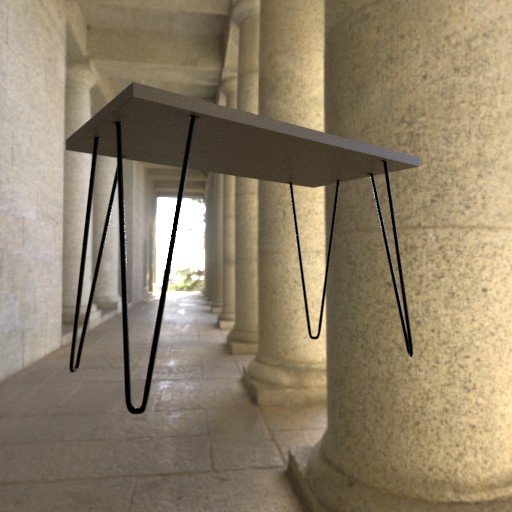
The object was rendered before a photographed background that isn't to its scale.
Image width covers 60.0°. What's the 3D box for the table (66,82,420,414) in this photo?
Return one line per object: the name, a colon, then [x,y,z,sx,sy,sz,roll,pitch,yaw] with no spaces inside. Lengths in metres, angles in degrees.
table: [0.000,0.000,1.364,0.991,0.660,0.499,1,-2,-37]
